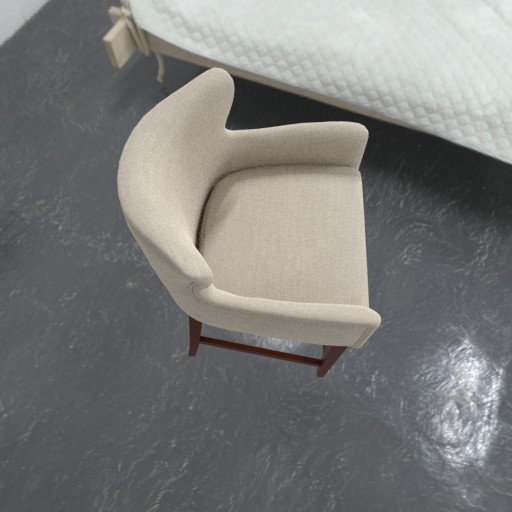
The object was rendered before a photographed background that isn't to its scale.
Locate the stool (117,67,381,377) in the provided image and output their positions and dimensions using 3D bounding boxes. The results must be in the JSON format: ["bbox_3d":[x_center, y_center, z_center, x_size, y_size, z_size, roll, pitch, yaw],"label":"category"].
[{"bbox_3d":[0.000,0.000,1.424,0.637,0.987,0.615,3,64,1],"label":"stool"}]
